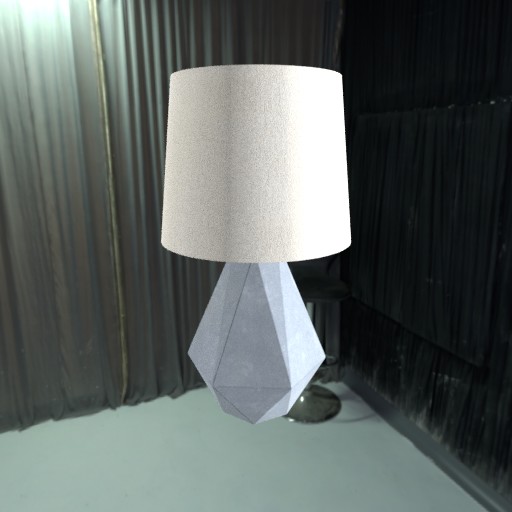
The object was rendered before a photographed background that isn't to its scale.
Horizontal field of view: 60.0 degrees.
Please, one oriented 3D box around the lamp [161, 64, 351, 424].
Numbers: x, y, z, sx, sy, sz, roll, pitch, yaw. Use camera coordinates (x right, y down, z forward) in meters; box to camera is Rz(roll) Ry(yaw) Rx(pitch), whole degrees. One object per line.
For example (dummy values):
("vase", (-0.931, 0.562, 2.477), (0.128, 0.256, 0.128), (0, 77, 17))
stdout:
("lamp", (0.000, 0.000, 0.666), (0.276, 0.501, 0.276), (0, 15, 0))
